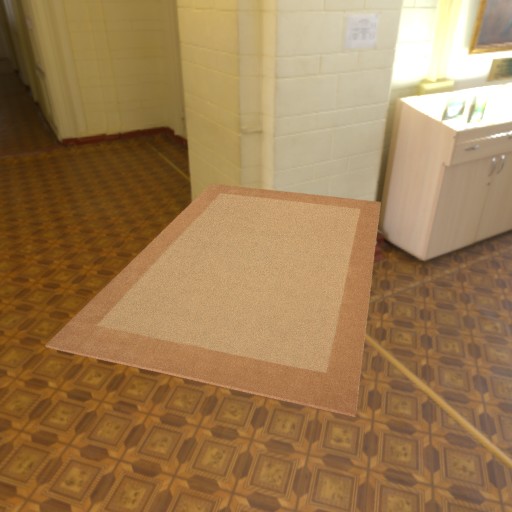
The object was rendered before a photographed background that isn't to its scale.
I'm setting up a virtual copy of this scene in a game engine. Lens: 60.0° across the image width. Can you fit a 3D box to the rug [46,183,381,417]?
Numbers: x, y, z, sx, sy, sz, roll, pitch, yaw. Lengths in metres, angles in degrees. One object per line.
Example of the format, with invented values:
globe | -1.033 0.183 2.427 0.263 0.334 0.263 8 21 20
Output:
rug | 0.000 0.000 2.372 1.219 0.014 1.829 8 31 14
